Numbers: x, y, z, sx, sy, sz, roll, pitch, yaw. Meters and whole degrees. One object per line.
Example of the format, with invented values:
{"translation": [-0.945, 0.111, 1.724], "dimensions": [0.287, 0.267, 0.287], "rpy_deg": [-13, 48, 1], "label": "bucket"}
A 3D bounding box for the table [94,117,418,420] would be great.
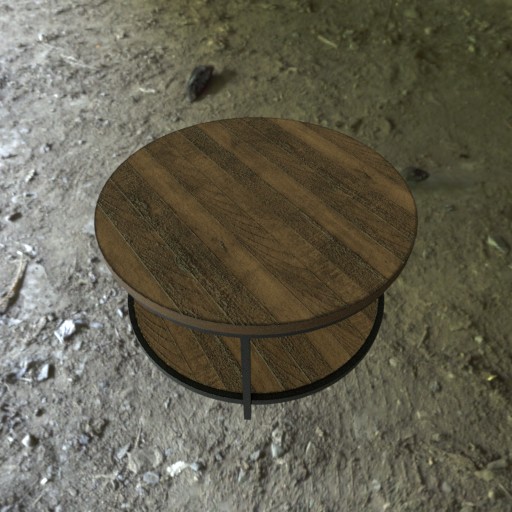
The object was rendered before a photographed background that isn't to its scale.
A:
{"translation": [0.000, 0.000, 1.347], "dimensions": [0.837, 0.462, 0.837], "rpy_deg": [0, 46, 0], "label": "table"}
